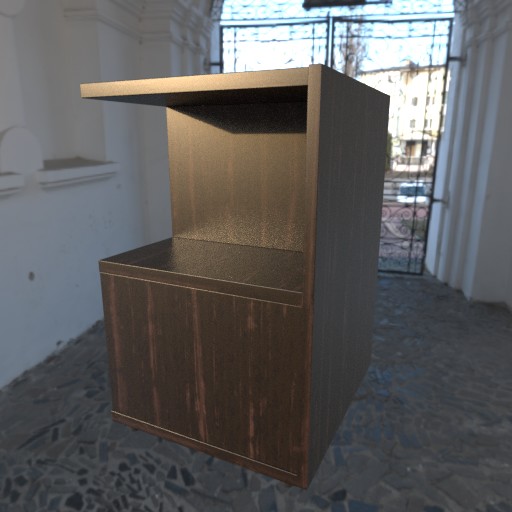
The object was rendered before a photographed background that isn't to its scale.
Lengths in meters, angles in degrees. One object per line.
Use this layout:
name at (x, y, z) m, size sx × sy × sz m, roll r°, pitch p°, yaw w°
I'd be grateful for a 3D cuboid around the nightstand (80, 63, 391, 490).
nightstand at (0.000, 0.000, 0.791) m, size 0.356 × 0.559 × 0.400 m, roll 7°, pitch 16°, yaw 25°
